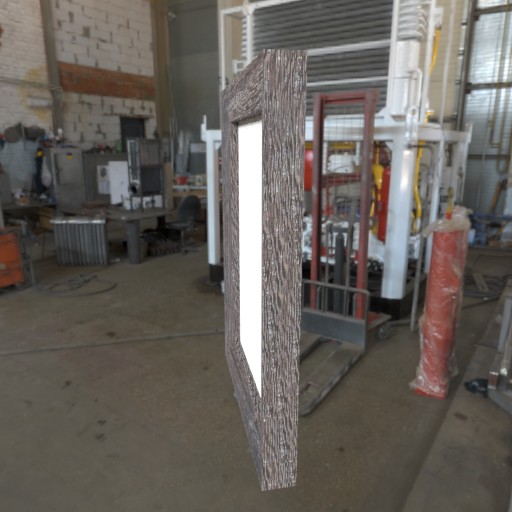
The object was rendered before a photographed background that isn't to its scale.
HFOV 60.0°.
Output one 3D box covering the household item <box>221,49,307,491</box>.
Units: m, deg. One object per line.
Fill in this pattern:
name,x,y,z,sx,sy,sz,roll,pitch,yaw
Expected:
household item,0.000,0.000,0.239,0.020,0.180,0.133,-3,14,-10
